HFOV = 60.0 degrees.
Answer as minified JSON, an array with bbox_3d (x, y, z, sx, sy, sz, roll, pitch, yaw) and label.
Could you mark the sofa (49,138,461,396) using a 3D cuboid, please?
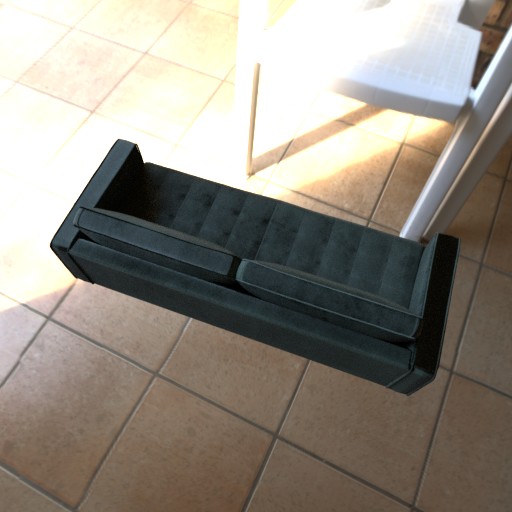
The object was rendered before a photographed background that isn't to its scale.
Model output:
[{"bbox_3d":[0.000,0.000,2.677,2.214,0.781,0.886,18,64,9],"label":"sofa"}]
